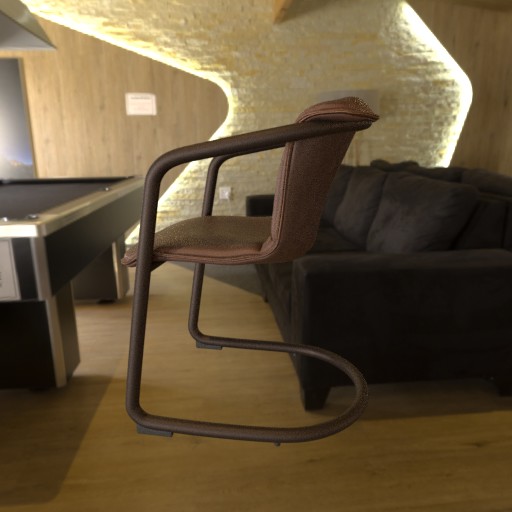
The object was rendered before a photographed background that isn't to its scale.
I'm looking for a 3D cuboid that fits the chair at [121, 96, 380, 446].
[{"bbox_3d":[0.000,0.000,1.247,0.664,0.836,0.536,3,14,10],"label":"chair"}]
